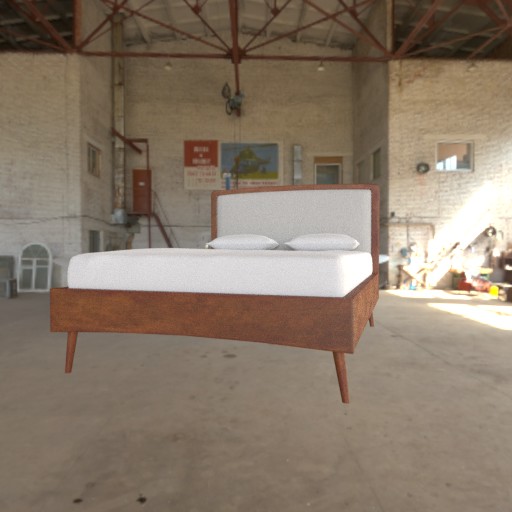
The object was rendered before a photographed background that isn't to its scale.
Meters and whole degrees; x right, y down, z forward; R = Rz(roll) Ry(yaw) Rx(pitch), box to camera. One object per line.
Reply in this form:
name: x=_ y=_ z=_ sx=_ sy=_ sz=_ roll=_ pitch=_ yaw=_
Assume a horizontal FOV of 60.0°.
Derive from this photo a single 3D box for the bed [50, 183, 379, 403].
bed: x=0.000 y=0.000 z=3.154 sx=1.587 sy=1.275 sz=2.196 roll=0 pitch=1 yaw=18
